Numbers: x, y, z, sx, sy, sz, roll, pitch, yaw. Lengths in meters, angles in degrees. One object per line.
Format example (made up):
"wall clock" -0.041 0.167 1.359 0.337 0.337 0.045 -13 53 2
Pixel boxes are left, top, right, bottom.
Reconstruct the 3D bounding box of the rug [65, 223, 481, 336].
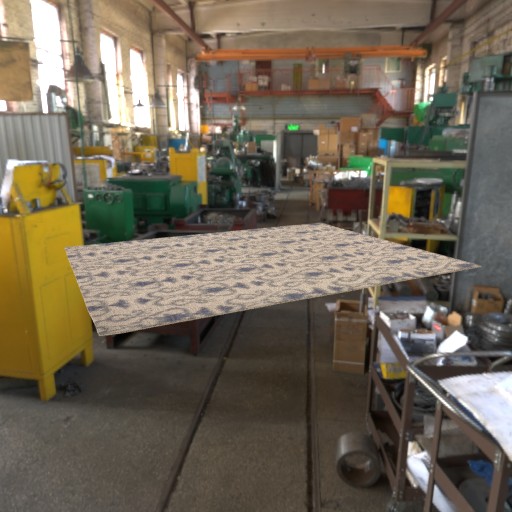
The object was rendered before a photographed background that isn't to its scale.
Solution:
"rug" 0.000 0.000 4.219 3.205 0.015 2.437 -7 16 -26
